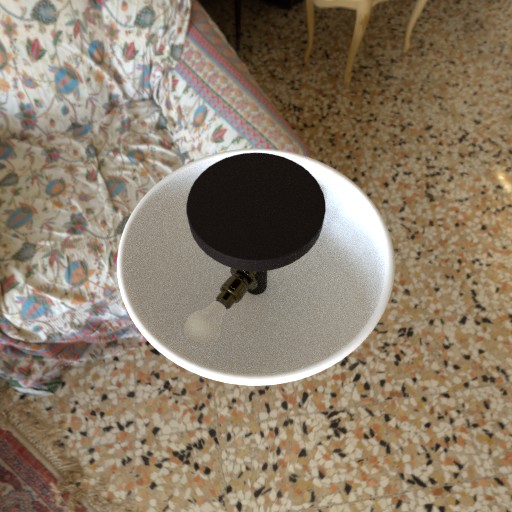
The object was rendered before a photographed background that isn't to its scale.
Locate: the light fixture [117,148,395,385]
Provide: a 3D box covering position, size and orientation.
[{"bbox_3d":[0.000,0.000,0.553,0.331,0.212,0.331,0,58,0],"label":"light fixture"}]
